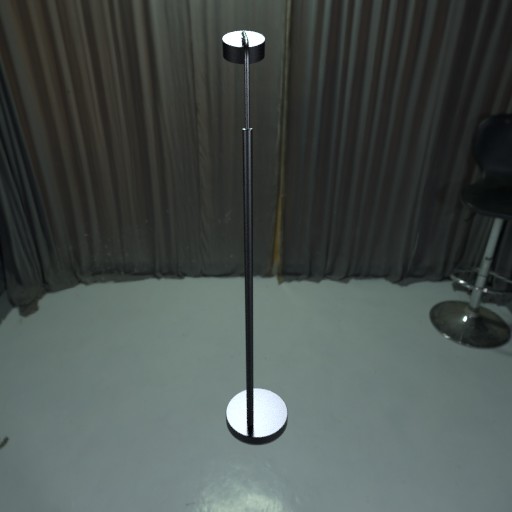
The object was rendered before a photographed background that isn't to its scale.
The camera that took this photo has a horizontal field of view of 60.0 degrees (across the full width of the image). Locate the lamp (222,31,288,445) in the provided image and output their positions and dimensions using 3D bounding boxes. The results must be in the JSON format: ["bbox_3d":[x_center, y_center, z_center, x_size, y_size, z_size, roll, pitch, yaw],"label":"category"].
[{"bbox_3d":[0.000,0.000,1.371,0.219,1.230,0.418,-1,29,-2],"label":"lamp"}]
